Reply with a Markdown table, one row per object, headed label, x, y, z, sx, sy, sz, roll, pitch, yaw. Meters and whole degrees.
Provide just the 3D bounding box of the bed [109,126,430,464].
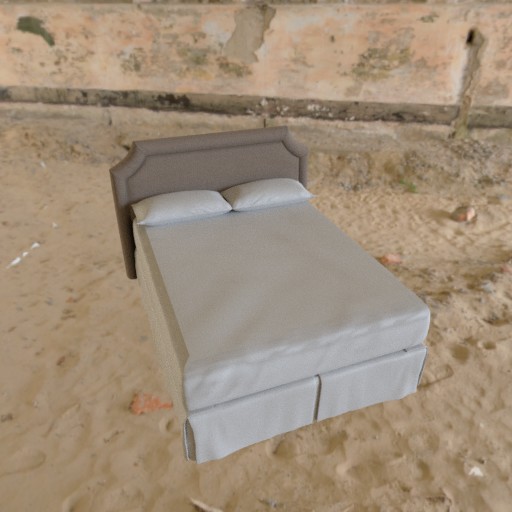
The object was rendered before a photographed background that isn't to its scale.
| label | x | y | z | sx | sy | sz | roll | pitch | yaw |
| --- | --- | --- | --- | --- | --- | --- | --- | --- | --- |
| bed | 0.000 | 0.000 | 3.316 | 1.828 | 1.303 | 2.164 | -11 | 33 | -18 |
